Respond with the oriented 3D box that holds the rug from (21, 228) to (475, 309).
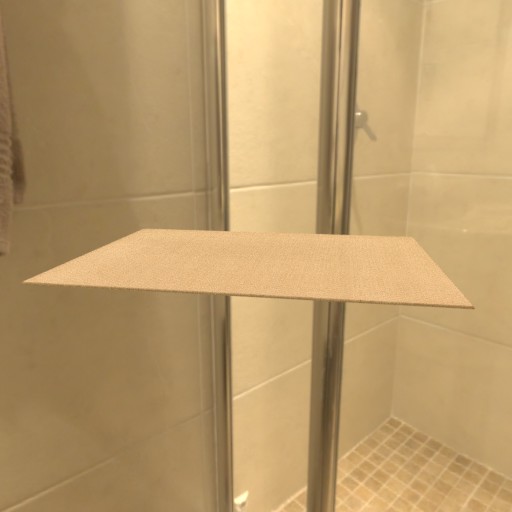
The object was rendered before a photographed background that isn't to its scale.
[{"bbox_3d":[0.000,0.000,2.785,2.144,0.013,1.509,2,14,9],"label":"rug"}]
